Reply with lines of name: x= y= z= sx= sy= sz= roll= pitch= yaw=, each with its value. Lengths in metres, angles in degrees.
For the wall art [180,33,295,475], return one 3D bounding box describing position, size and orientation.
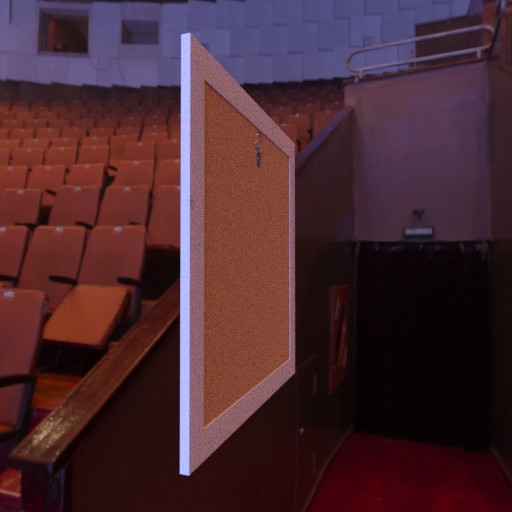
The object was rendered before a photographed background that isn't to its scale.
wall art: x=0.000 y=0.000 z=0.849 sx=0.015 sy=0.577 sz=0.572 roll=0 pitch=-1 yaw=19
